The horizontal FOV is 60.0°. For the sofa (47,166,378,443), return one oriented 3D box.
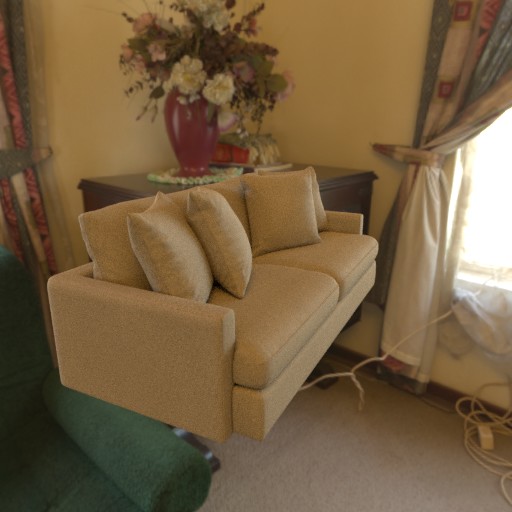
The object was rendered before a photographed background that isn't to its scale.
[{"bbox_3d":[0.000,0.000,3.022,1.228,1.084,2.380,8,19,26],"label":"sofa"}]
